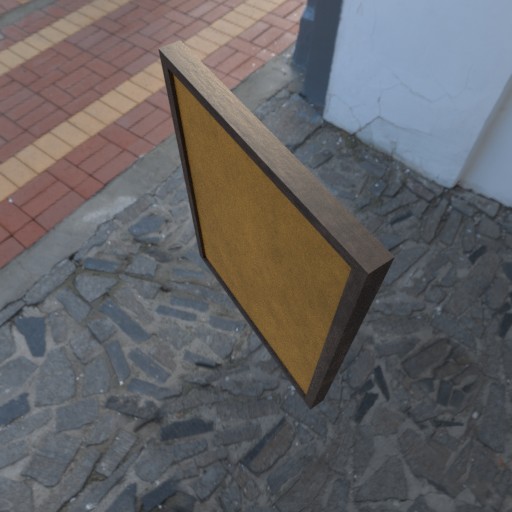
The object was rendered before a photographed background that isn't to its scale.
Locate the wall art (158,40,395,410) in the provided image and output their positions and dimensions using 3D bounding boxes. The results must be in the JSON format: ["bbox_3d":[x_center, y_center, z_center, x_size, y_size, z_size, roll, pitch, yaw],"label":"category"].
[{"bbox_3d":[0.000,0.000,0.567,0.027,0.406,0.329,-30,62,-17],"label":"wall art"}]
